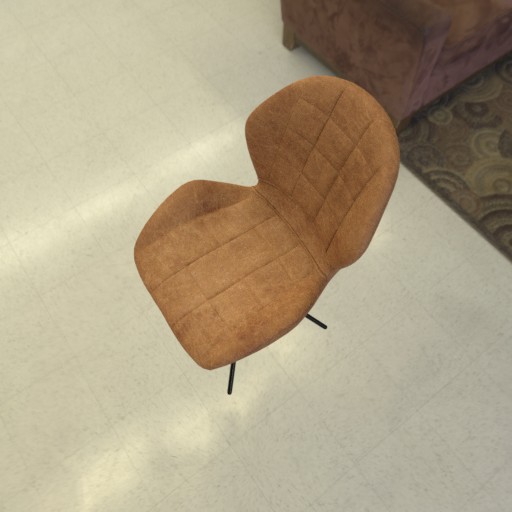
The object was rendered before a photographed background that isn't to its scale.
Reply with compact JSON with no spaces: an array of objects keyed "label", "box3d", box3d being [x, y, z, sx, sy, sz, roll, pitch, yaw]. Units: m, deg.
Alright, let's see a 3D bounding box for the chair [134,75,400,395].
[{"label":"chair","box3d":[0.000,0.000,1.320,0.640,0.929,0.527,-31,68,-14]}]
